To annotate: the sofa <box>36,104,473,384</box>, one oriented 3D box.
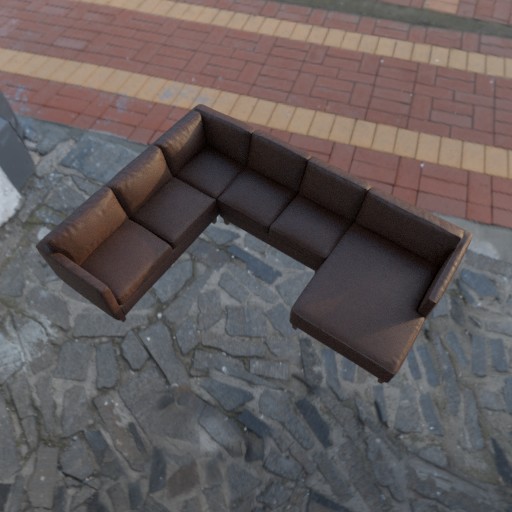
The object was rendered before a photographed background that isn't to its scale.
[{"bbox_3d":[0.000,0.000,4.523,3.460,0.923,2.593,31,63,18],"label":"sofa"}]
